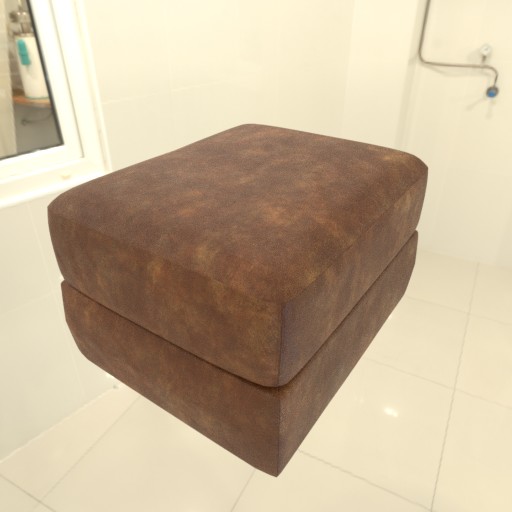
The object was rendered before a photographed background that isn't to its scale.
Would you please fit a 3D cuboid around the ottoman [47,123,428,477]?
[{"bbox_3d":[0.000,0.000,1.098,0.603,0.476,0.751,20,37,29],"label":"ottoman"}]
